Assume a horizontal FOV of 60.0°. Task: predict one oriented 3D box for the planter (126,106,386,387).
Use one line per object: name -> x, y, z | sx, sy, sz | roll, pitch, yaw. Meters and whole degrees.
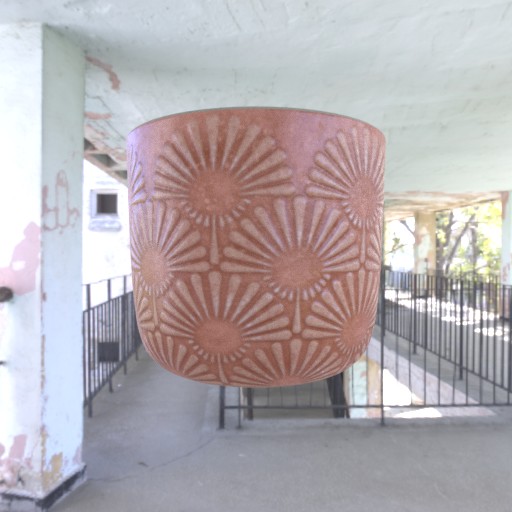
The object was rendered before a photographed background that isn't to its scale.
planter -> 0.000, 0.000, 0.221 | 0.124, 0.109, 0.124 | 0, 1, 0
